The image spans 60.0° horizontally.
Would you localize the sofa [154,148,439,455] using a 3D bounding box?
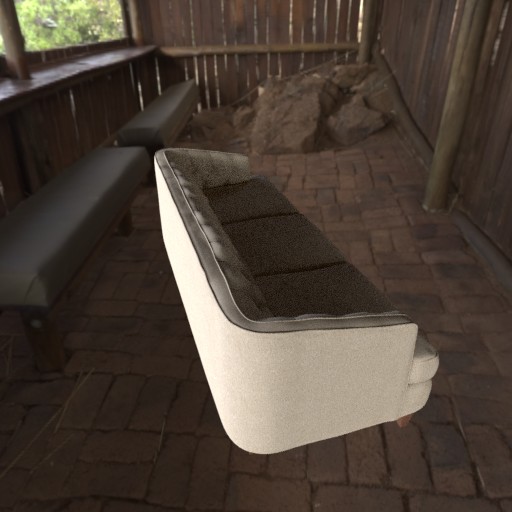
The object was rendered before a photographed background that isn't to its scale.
[{"bbox_3d":[0.000,0.000,2.633,0.913,0.788,2.235,-9,32,-16],"label":"sofa"}]
